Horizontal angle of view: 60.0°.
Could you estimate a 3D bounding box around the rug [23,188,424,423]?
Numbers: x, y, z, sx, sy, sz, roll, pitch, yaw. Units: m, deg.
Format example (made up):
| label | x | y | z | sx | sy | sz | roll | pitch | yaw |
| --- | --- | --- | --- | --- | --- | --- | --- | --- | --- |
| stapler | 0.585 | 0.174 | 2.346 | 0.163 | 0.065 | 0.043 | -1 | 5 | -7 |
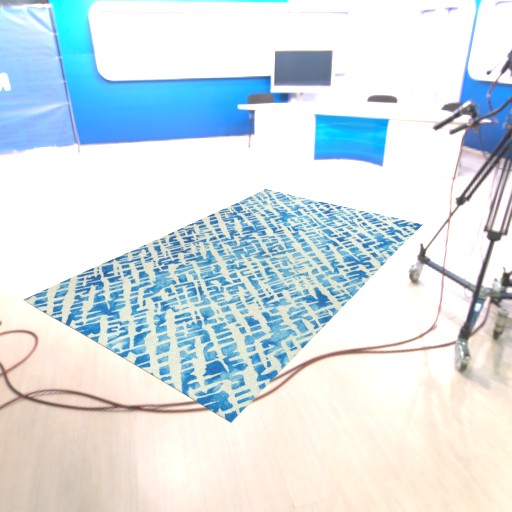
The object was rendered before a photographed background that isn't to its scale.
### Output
| label | x | y | z | sx | sy | sz | roll | pitch | yaw |
| --- | --- | --- | --- | --- | --- | --- | --- | --- | --- |
| rug | 0.000 | 0.000 | 3.024 | 1.520 | 0.011 | 2.447 | 18 | 32 | 31 |
